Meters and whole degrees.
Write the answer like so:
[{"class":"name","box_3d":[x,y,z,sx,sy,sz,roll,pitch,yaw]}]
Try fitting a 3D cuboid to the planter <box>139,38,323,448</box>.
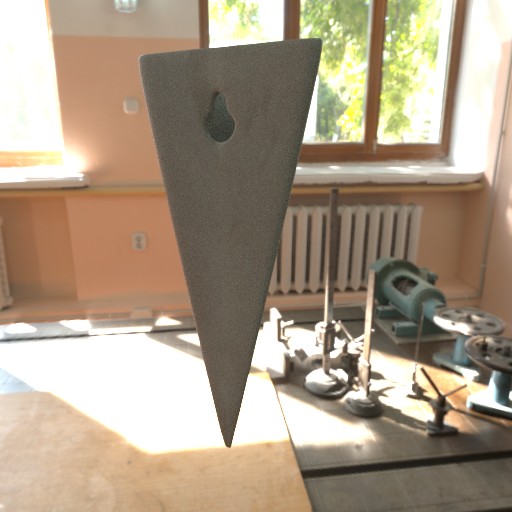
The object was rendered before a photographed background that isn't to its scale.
[{"class":"planter","box_3d":[0.000,0.000,0.273,0.101,0.224,0.081,8,17,26]}]
